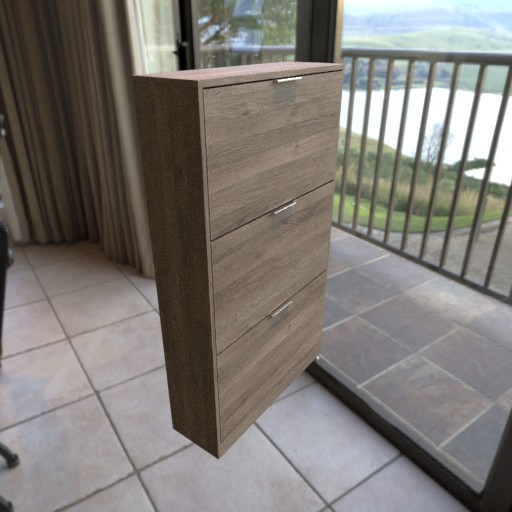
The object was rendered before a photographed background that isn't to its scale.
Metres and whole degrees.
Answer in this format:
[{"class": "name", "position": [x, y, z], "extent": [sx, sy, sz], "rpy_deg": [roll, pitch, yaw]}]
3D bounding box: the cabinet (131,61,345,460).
[{"class": "cabinet", "position": [0.000, 0.000, 1.641], "extent": [0.250, 1.280, 0.750], "rpy_deg": [19, 32, 32]}]
